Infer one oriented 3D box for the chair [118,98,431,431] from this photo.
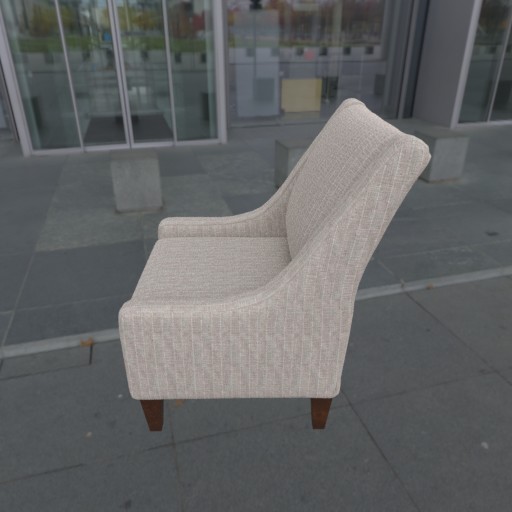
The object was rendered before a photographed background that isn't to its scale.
[{"bbox_3d":[0.000,0.000,1.635,0.870,1.014,0.774,0,27,-1],"label":"chair"}]
